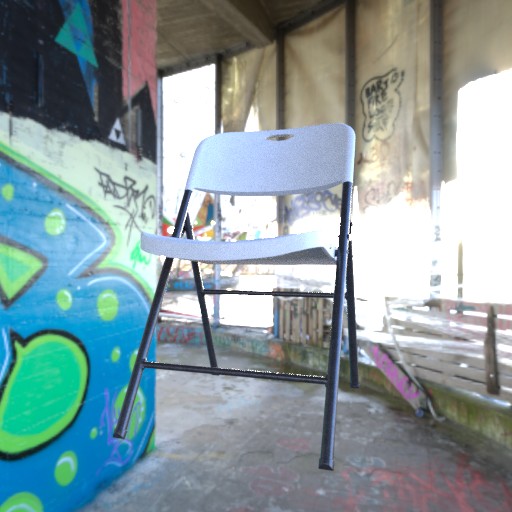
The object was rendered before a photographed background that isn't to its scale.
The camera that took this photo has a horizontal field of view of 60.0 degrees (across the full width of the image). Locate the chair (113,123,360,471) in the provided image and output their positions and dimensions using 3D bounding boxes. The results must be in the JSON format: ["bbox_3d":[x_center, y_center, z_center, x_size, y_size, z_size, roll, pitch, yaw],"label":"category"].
[{"bbox_3d":[0.000,0.000,1.173,0.494,0.810,0.566,0,0,18],"label":"chair"}]
